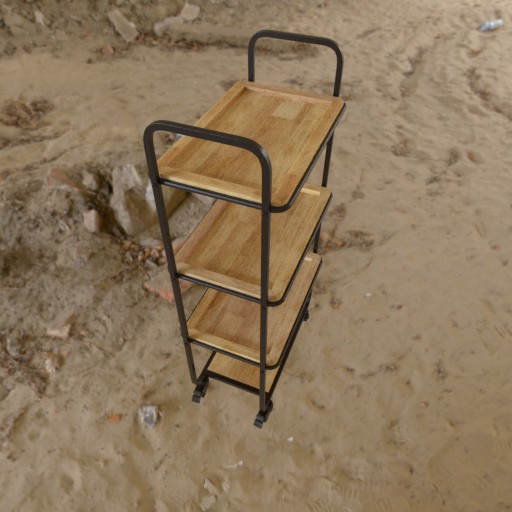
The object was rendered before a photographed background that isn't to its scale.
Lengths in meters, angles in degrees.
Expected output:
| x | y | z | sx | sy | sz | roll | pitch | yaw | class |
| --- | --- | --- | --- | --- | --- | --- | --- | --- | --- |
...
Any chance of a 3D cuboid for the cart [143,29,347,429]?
| x | y | z | sx | sy | sz | roll | pitch | yaw | class |
| --- | --- | --- | --- | --- | --- | --- | --- | --- | --- |
| 0.000 | 0.000 | 1.318 | 0.321 | 1.080 | 0.545 | 16 | 47 | 15 | cart |
